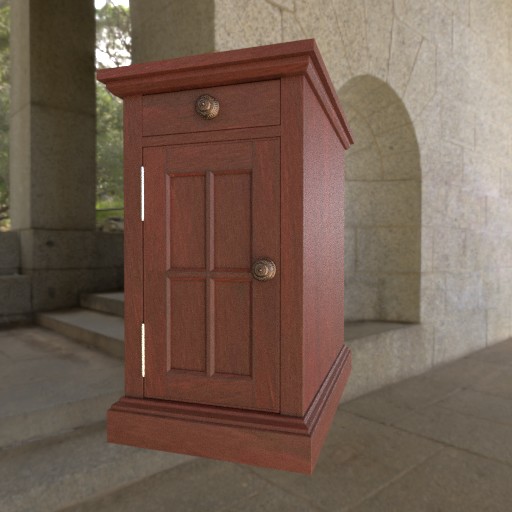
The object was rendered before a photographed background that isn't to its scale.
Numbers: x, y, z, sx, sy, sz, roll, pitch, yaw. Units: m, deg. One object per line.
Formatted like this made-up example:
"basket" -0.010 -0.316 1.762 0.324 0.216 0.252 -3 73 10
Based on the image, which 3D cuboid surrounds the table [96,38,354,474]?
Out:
"table" 0.000 0.000 0.947 0.356 0.612 0.584 0 1 18
